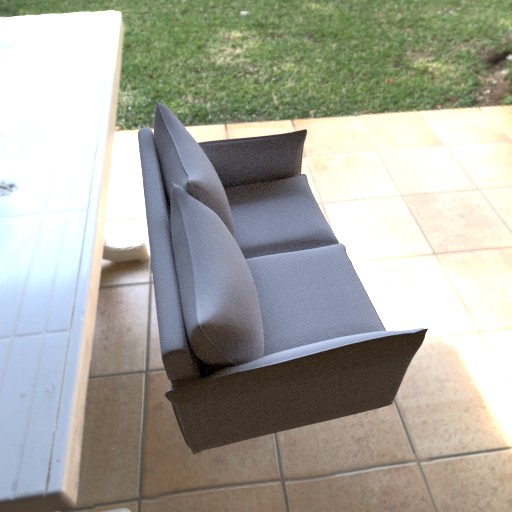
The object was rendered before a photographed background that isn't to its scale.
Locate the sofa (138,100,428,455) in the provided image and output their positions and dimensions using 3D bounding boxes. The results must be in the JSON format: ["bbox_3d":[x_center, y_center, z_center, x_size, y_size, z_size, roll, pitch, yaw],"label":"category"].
[{"bbox_3d":[0.000,0.000,1.838,0.820,0.840,1.300,-10,47,-9],"label":"sofa"}]
